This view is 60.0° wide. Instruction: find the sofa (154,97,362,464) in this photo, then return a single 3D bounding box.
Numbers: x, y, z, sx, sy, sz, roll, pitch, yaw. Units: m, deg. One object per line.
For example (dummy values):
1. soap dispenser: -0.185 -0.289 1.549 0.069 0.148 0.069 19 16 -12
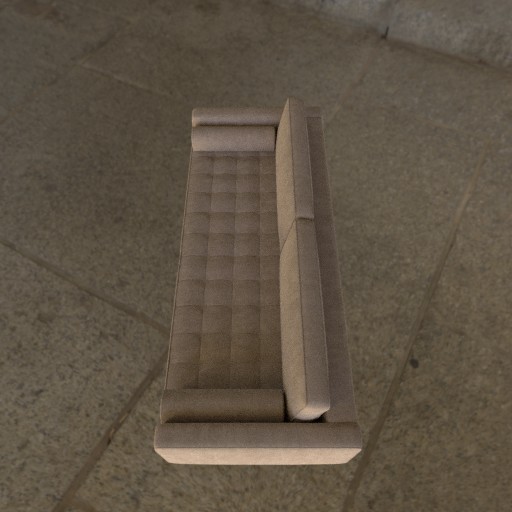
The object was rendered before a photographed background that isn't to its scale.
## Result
1. sofa: 0.000 0.000 2.609 0.919 0.770 2.200 0 57 0
